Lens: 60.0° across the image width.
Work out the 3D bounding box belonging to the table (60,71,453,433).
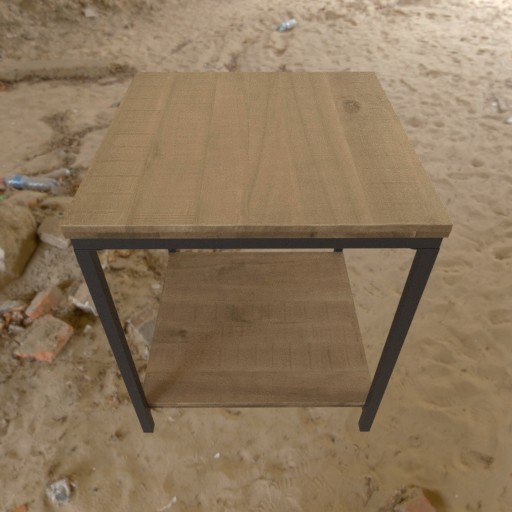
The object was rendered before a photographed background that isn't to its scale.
[{"bbox_3d":[0.000,0.000,0.952,0.503,0.589,0.507,0,43,0],"label":"table"}]
